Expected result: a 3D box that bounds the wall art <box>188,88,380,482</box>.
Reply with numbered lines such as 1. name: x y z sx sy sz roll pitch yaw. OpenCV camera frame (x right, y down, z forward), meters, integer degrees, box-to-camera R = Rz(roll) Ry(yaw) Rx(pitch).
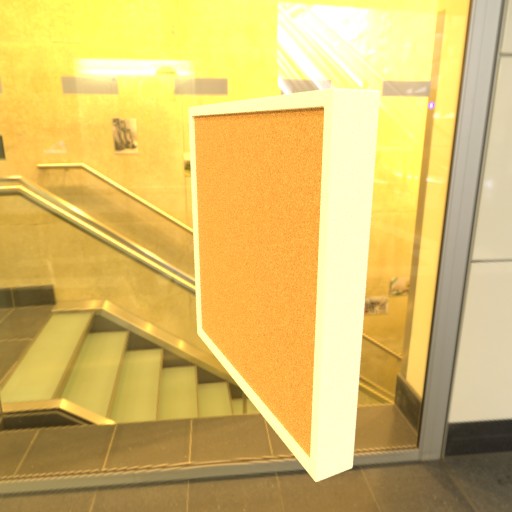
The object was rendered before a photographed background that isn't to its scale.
1. wall art: 0.000 0.000 0.461 0.038 0.305 0.305 -8 18 -25
